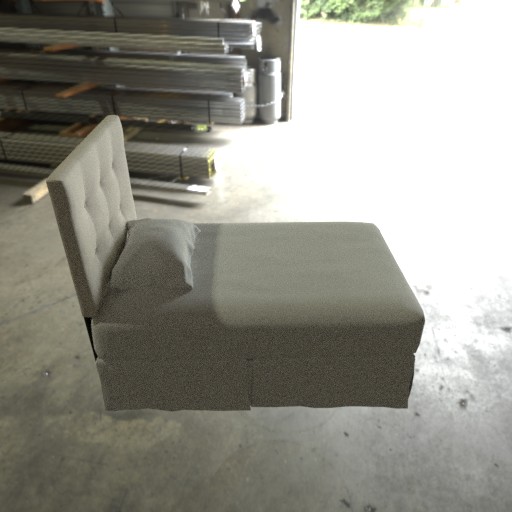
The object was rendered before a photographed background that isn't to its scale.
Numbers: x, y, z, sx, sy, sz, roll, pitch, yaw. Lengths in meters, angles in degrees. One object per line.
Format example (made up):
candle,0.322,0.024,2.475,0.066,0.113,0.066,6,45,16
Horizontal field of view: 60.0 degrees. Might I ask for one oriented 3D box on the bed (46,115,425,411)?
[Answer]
bed,0.000,0.000,2.936,1.997,1.571,1.261,-1,32,-1
